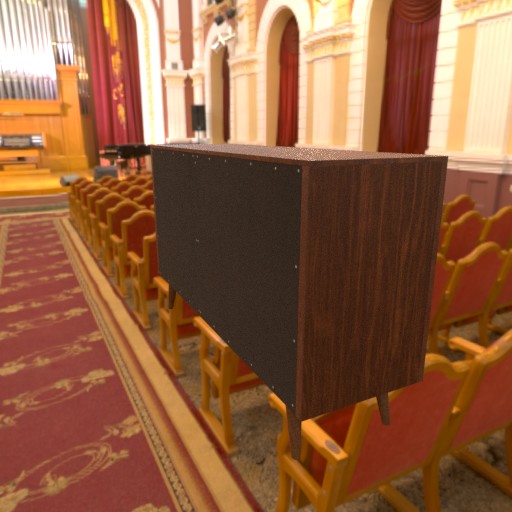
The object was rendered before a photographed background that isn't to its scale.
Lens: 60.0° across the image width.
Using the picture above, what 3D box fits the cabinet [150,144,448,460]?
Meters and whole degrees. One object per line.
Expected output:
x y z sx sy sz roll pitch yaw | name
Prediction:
0.000 0.000 1.995 0.505 0.940 1.575 -8 17 -26 | cabinet
